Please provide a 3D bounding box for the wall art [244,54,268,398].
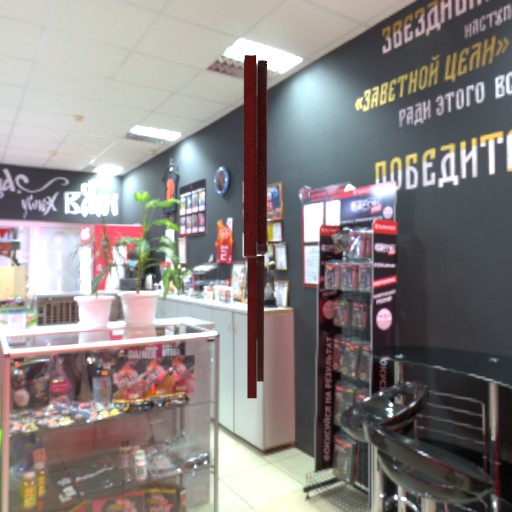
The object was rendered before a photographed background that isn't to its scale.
[{"bbox_3d":[0.000,0.000,0.870,0.030,0.497,0.635,0,-1,0],"label":"wall art"}]
